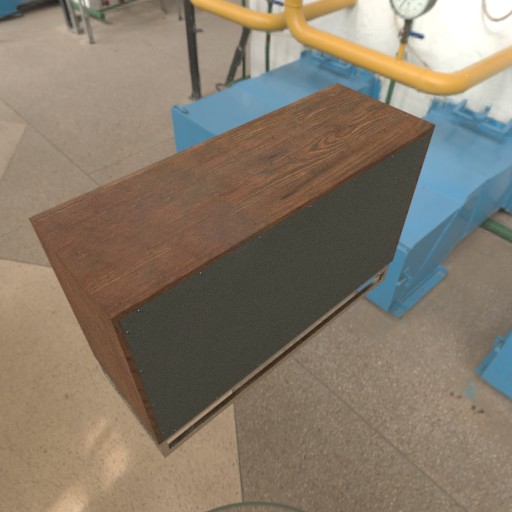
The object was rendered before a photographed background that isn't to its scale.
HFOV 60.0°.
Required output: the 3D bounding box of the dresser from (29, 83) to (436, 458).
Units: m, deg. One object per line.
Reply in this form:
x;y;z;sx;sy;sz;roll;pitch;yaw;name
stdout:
0.000;0.000;2.173;1.646;1.061;0.623;-32;53;-28;dresser
